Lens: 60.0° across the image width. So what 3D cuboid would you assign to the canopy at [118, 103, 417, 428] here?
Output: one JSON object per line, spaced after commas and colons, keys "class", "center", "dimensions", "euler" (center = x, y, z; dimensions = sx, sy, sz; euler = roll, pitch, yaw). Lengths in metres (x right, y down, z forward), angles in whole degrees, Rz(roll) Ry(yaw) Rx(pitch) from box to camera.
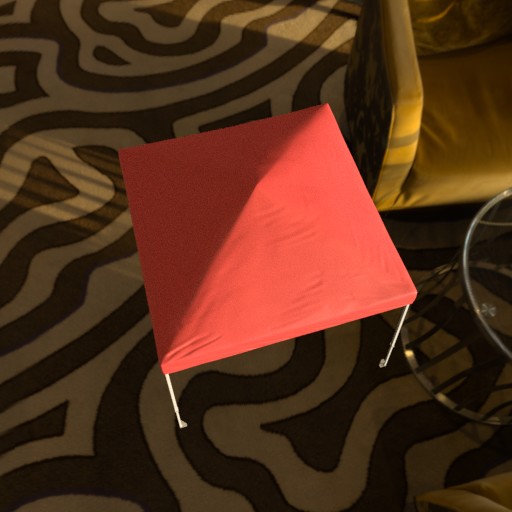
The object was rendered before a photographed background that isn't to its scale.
{"class": "canopy", "center": [0.000, 0.000, 6.491], "dimensions": [3.600, 3.600, 3.599], "euler": [-15, 66, -7]}
